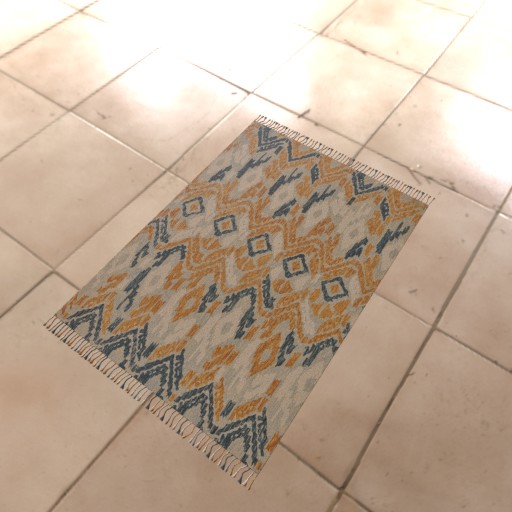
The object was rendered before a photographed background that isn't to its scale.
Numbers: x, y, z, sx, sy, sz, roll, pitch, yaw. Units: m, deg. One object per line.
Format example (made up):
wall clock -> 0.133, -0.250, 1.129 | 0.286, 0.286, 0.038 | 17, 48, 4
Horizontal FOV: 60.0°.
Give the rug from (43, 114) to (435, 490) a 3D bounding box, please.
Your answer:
rug -> 0.000, 0.000, 2.332 | 1.230, 0.008, 1.827 | 31, 63, 18
